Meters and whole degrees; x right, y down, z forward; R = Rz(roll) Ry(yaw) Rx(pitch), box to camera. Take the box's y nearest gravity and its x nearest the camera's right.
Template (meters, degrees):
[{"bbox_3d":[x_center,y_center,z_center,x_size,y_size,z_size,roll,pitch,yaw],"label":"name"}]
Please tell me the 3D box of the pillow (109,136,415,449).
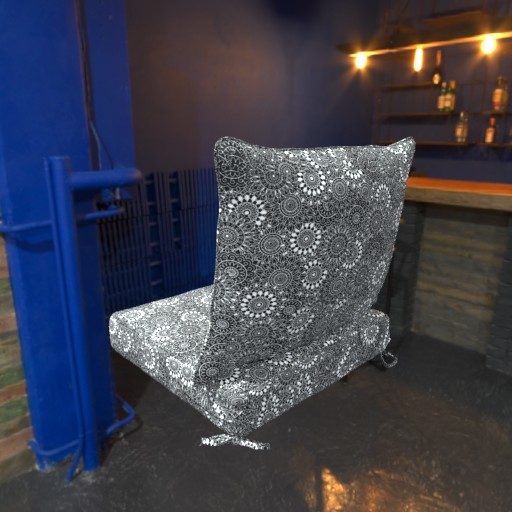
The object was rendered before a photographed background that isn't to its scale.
[{"bbox_3d":[0.000,0.000,1.373,0.798,0.722,0.740,-14,21,-42],"label":"pillow"}]
